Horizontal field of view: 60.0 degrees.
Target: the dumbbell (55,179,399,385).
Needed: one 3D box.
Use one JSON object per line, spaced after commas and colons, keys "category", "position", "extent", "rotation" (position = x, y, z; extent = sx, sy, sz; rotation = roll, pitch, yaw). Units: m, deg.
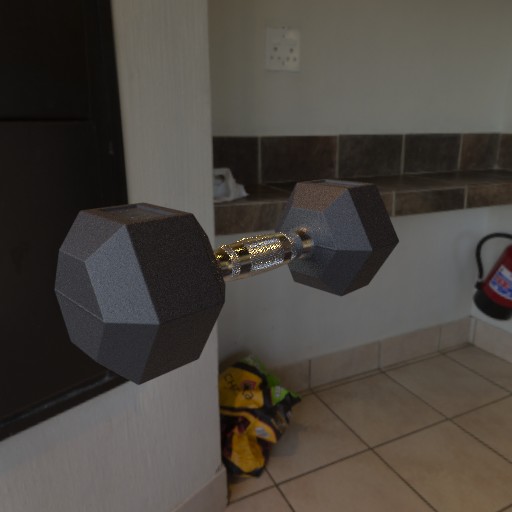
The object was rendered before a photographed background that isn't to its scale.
{"category": "dumbbell", "position": [0.000, 0.000, 0.332], "extent": [0.272, 0.092, 0.106], "rotation": [-15, 22, -42]}
